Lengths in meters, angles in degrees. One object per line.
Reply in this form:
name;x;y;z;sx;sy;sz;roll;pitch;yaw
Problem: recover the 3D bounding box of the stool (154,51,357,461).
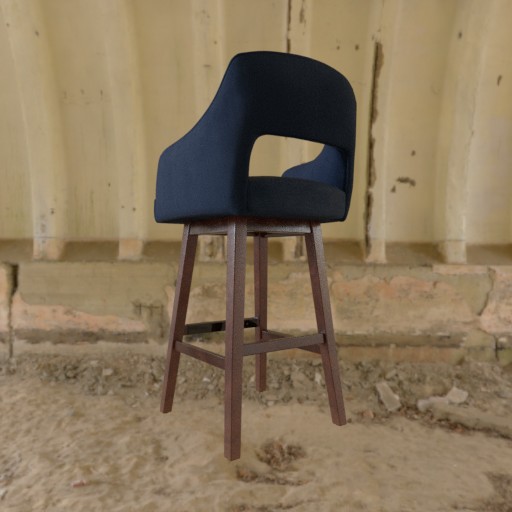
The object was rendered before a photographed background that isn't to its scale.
stool;0.000;0.000;1.391;0.550;1.041;0.560;0;0;-36
